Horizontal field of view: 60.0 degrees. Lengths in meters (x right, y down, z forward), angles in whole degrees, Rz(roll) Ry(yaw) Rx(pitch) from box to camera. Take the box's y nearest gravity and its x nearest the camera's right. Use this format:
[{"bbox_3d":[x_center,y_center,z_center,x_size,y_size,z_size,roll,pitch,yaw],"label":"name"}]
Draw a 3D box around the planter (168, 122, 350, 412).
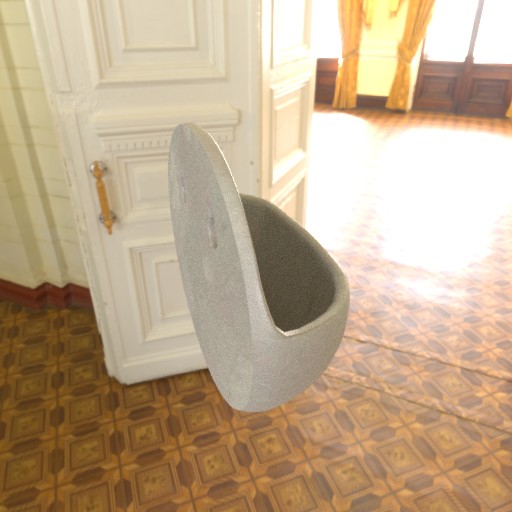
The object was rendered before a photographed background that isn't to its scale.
[{"bbox_3d":[0.000,0.000,0.277,0.073,0.164,0.190,-11,32,-18],"label":"planter"}]
